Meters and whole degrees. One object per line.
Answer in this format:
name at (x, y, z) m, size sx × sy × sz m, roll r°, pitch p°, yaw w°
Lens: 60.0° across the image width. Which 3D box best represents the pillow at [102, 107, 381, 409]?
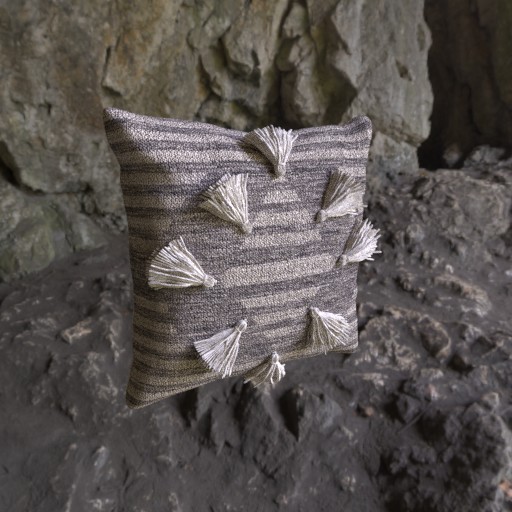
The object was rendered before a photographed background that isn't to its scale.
pillow at (0.000, 0.000, 0.786) m, size 0.484 × 0.490 × 0.234 m, roll -8°, pitch 17°, yaw -26°
